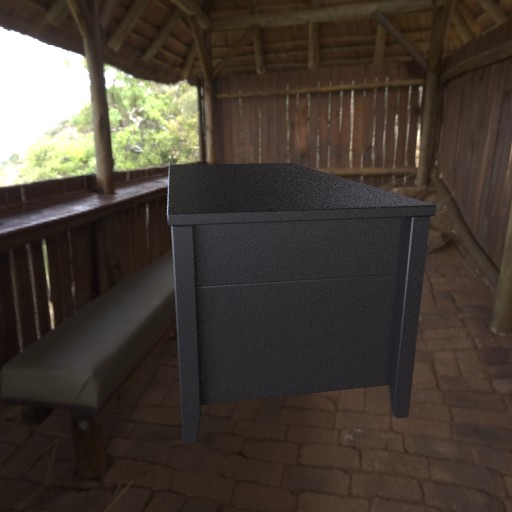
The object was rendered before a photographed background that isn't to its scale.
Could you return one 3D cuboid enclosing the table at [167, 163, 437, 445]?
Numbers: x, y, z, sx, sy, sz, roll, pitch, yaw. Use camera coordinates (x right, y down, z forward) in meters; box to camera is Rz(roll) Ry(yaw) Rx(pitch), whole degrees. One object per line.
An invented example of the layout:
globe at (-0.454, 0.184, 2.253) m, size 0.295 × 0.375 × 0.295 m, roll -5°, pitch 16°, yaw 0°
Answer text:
table at (0.000, 0.000, 1.308) m, size 0.483 × 0.457 × 1.016 m, roll -3°, pitch 16°, yaw -10°
